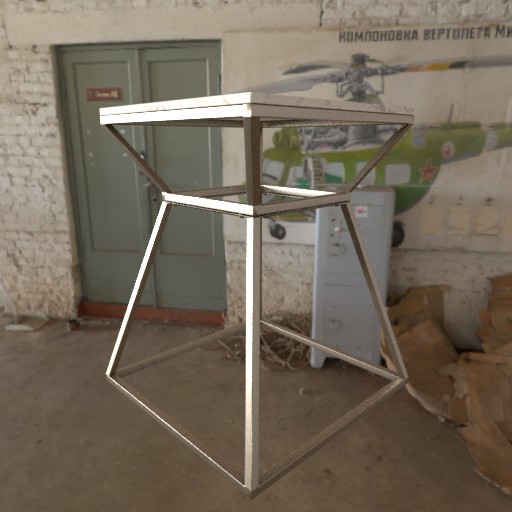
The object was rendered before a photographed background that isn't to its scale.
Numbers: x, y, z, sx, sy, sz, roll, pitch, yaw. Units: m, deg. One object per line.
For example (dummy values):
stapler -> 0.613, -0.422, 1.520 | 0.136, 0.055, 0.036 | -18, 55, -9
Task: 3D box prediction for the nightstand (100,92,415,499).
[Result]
nightstand -> 0.000, 0.000, 0.874 | 0.455, 0.554, 0.455 | -14, 20, -42
